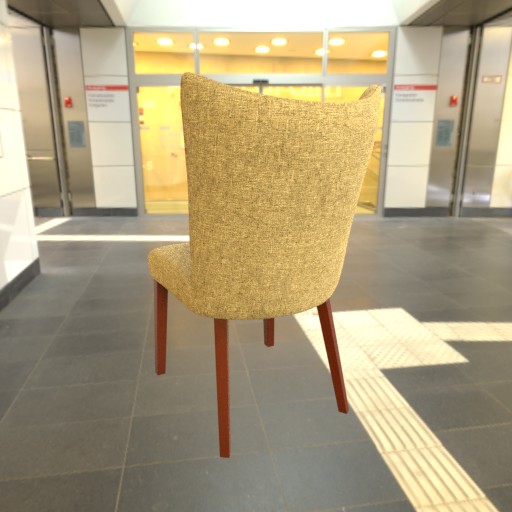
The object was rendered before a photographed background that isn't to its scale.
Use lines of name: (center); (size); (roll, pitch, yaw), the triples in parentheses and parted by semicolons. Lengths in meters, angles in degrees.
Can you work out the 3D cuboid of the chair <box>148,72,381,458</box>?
chair: (0.000, 0.000, 1.283); (0.535, 0.924, 0.623); (-8, 17, -28)
